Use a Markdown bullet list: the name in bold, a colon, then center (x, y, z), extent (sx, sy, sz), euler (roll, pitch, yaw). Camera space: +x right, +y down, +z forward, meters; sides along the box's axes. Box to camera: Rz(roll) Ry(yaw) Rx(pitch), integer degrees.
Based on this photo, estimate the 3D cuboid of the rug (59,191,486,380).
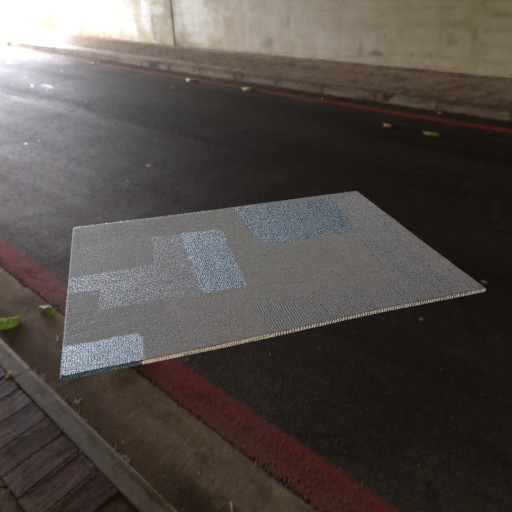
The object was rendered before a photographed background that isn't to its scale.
- **rug**: center (0.000, 0.000, 2.314), extent (1.847, 0.020, 1.238), euler (-9, 32, -15)
